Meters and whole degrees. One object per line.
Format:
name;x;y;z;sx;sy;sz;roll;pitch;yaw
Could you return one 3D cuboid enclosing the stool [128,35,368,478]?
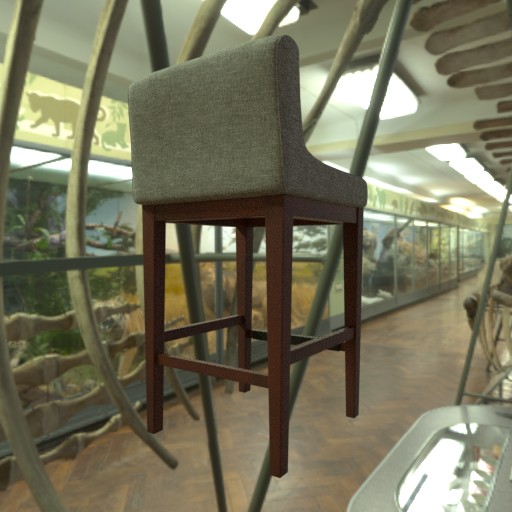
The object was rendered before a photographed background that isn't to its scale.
stool;0.000;0.000;1.091;0.417;0.835;0.459;1;1;35
